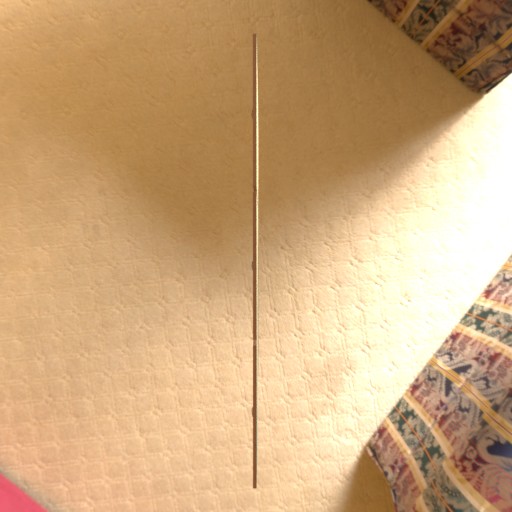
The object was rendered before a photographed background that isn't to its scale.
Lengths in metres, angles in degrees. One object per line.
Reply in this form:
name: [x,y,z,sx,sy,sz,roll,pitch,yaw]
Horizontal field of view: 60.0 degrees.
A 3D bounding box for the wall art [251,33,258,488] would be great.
wall art: [0.000,0.000,2.255,0.019,1.532,1.533,0,93,1]
